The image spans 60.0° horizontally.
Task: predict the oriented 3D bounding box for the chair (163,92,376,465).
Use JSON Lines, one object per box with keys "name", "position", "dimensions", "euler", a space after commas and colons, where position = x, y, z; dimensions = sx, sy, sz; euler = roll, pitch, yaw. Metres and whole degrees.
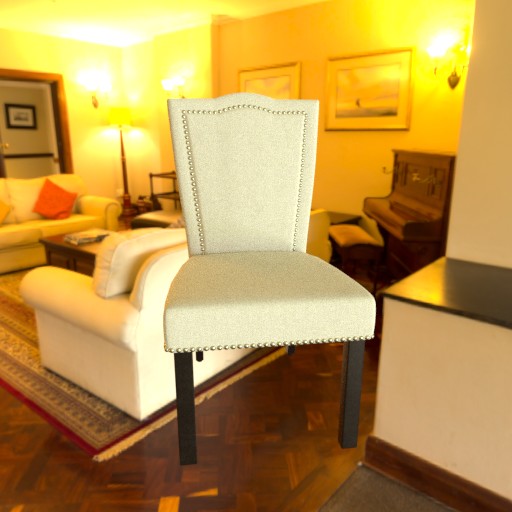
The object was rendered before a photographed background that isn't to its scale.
{"name": "chair", "position": [0.000, 0.000, 1.297], "dimensions": [0.518, 0.946, 0.589], "euler": [-2, 15, -8]}
